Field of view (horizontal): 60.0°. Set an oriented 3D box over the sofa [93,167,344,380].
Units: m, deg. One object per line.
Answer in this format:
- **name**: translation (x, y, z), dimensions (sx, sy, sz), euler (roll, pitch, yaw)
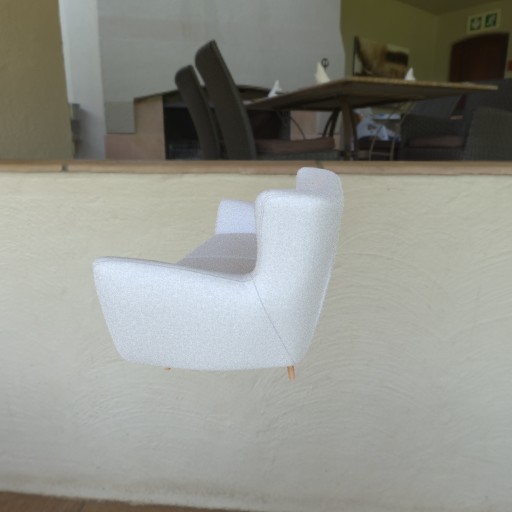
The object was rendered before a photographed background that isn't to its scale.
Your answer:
- **sofa**: translation (0.000, 0.000, 2.436), dimensions (0.899, 0.890, 1.930), euler (2, 14, 9)
